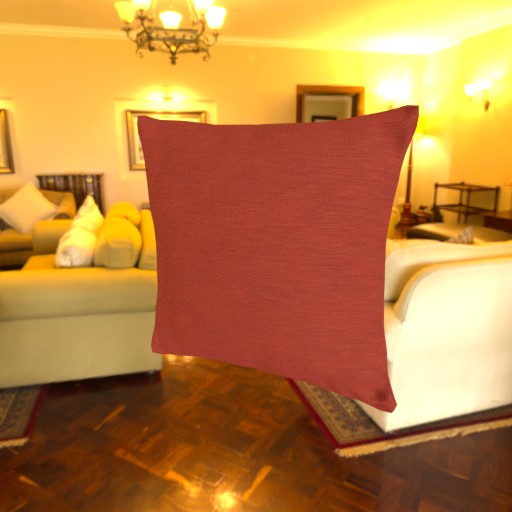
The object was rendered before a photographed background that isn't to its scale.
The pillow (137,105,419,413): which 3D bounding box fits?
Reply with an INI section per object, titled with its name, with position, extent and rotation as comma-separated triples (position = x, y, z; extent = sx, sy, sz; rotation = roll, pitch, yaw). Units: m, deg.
[pillow]
position = 0.000, 0.000, 0.663
extent = 0.435, 0.416, 0.151
rotation = 7, 16, 26
